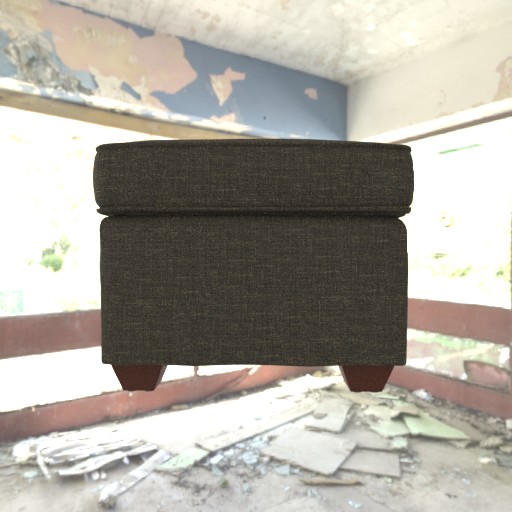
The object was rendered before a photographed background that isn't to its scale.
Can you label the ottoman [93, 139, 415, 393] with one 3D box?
[{"bbox_3d":[0.000,0.000,1.071,0.549,0.450,0.749,0,1,1],"label":"ottoman"}]
